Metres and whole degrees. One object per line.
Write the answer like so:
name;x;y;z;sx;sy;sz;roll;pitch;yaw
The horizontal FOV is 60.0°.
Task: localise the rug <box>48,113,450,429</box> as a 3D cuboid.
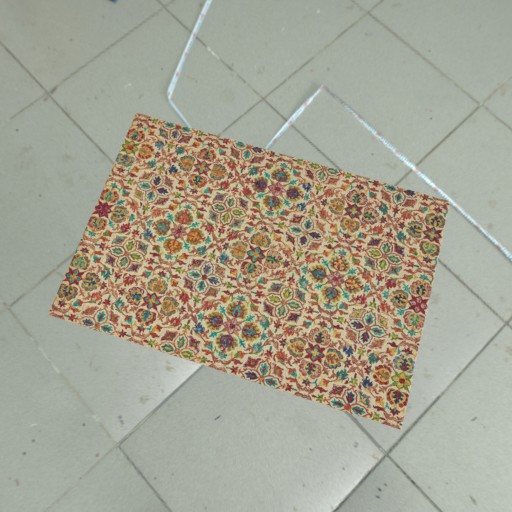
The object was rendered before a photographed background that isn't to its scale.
rug;0.000;0.000;2.338;1.838;0.013;1.226;17;75;5
